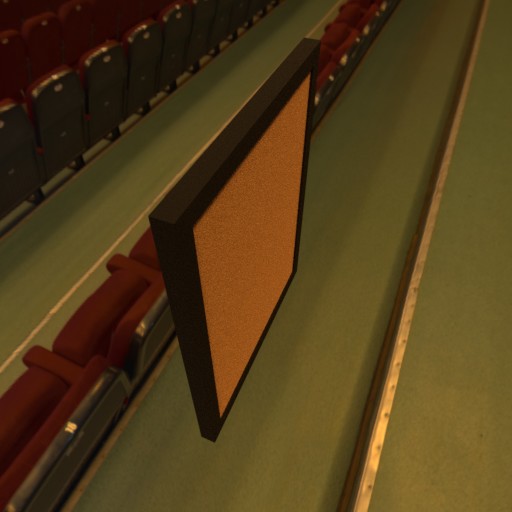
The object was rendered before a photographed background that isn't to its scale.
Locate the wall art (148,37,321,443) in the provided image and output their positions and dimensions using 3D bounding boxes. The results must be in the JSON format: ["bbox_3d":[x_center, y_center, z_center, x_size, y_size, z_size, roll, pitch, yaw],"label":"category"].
[{"bbox_3d":[0.000,0.000,0.765,0.029,0.559,0.457,17,50,15],"label":"wall art"}]
